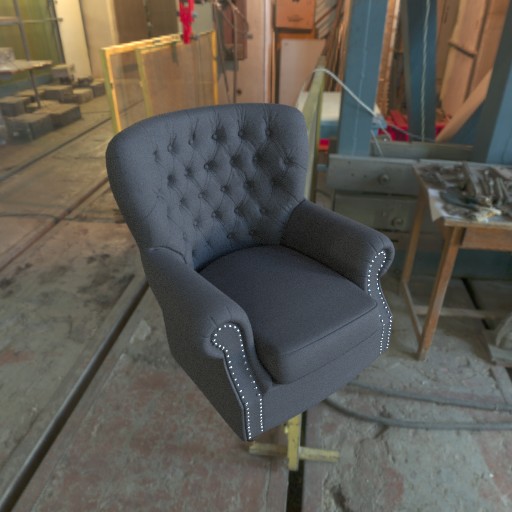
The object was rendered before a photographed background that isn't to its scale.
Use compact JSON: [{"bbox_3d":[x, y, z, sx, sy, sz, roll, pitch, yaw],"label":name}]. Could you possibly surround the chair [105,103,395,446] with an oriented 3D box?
[{"bbox_3d":[0.000,0.000,1.832,0.983,1.046,0.983,-21,36,-32],"label":"chair"}]
